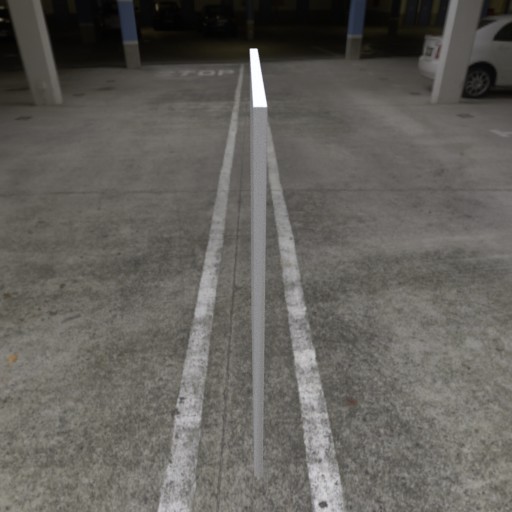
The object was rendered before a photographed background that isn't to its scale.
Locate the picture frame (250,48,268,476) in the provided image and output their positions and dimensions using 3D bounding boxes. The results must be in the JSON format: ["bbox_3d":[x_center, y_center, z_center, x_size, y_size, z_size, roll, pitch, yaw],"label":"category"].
[{"bbox_3d":[0.000,0.000,0.677,0.012,0.534,0.381,-1,32,-1],"label":"picture frame"}]
